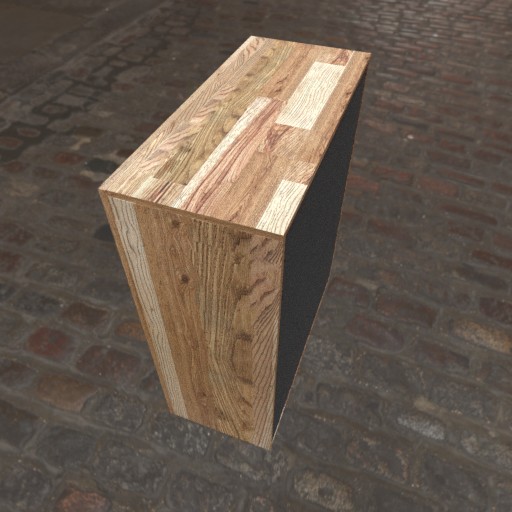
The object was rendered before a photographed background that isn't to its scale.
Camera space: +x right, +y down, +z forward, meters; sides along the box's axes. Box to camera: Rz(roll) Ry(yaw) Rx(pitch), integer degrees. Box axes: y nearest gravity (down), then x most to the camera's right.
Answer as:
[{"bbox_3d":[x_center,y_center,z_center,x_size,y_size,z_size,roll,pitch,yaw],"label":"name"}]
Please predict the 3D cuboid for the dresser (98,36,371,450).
[{"bbox_3d":[0.000,0.000,1.714,0.480,1.243,0.966,15,48,14],"label":"dresser"}]
